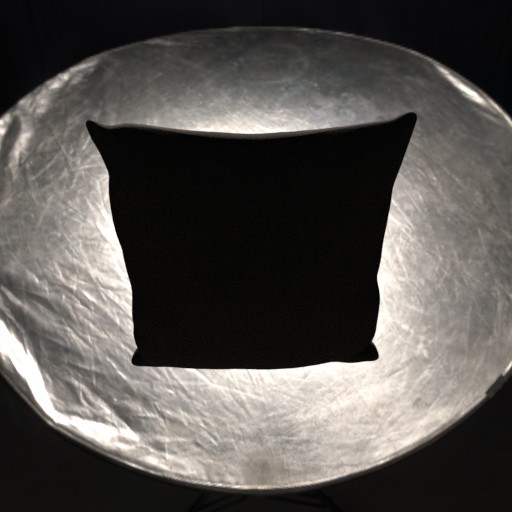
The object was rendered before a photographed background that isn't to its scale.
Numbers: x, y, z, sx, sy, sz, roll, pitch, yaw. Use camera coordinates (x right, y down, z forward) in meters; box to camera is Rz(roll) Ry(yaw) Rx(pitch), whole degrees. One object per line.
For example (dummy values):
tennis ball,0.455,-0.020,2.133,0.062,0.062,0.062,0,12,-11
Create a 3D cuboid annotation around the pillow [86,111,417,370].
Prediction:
pillow,0.000,0.000,0.783,0.503,0.496,0.208,-1,30,-2
